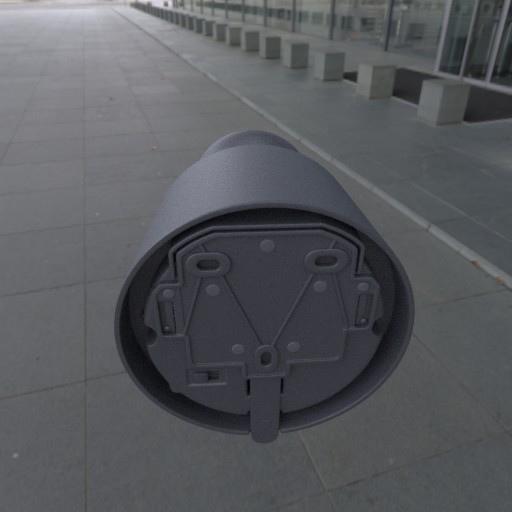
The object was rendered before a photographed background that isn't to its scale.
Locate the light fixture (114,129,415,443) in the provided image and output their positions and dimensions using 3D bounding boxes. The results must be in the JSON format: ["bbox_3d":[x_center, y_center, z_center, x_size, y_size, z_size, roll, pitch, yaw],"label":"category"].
[{"bbox_3d":[0.000,0.000,0.269,0.134,0.143,0.160,-2,31,-3],"label":"light fixture"}]
